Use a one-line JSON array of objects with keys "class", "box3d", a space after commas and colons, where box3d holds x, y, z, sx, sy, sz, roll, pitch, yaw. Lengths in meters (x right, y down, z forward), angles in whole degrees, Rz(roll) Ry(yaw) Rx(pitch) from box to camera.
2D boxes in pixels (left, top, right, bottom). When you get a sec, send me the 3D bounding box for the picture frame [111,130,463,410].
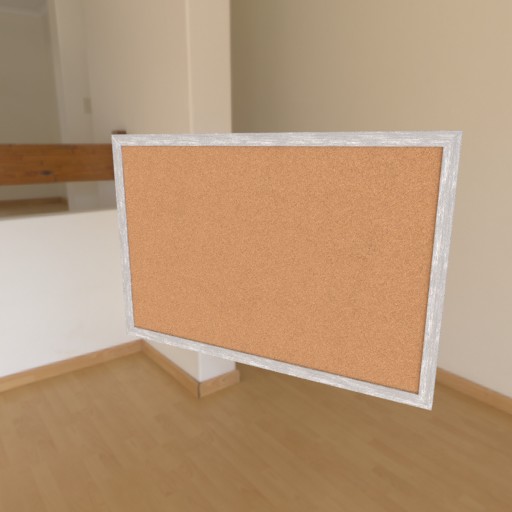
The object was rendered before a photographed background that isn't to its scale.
[{"class": "picture frame", "box3d": [0.000, 0.000, 1.197, 0.950, 0.640, 0.029, 7, 16, 26]}]
